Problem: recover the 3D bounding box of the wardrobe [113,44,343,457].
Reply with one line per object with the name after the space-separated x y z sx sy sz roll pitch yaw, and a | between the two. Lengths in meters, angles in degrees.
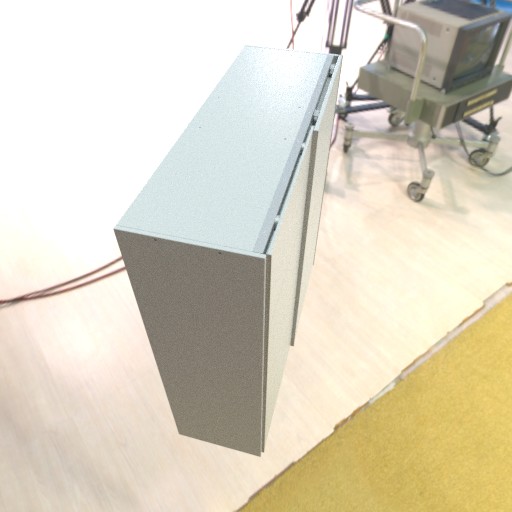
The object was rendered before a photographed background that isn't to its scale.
0.000 0.000 2.898 0.629 1.960 1.780 11 48 10 | wardrobe
